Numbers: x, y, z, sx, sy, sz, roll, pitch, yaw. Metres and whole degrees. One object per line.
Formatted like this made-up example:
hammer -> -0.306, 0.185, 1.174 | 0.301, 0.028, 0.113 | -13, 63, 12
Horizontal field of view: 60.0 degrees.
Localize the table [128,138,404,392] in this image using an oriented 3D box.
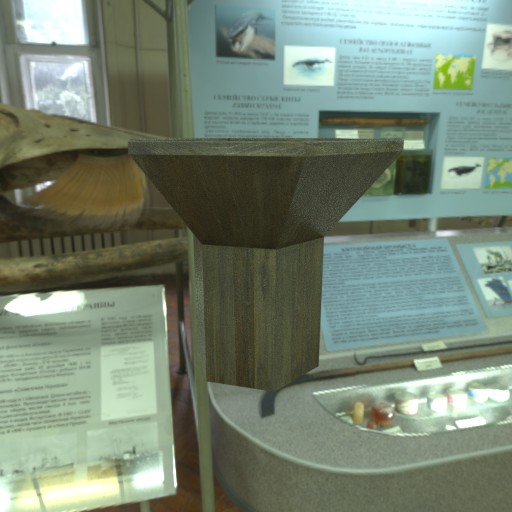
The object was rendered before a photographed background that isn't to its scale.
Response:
table -> 0.000, 0.000, 1.151 | 0.683, 0.586, 0.592 | -15, 21, -42
